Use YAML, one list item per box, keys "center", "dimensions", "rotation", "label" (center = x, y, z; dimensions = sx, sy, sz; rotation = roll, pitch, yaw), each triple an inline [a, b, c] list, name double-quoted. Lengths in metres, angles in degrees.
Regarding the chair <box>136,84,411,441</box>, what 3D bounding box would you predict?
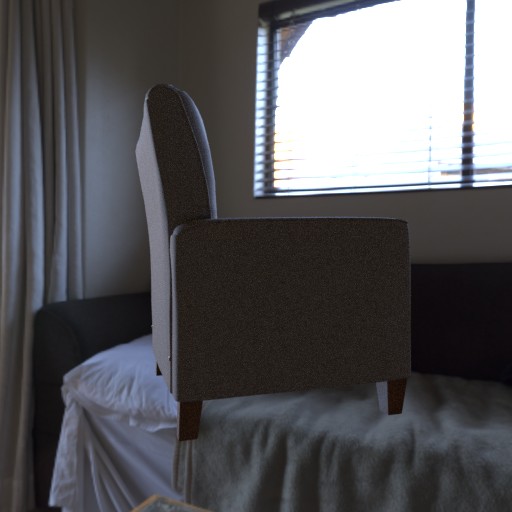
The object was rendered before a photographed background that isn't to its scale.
- center: [0.000, 0.000, 1.676]
  dimensions: [0.859, 1.023, 0.845]
  rotation: [0, 0, -18]
  label: "chair"
